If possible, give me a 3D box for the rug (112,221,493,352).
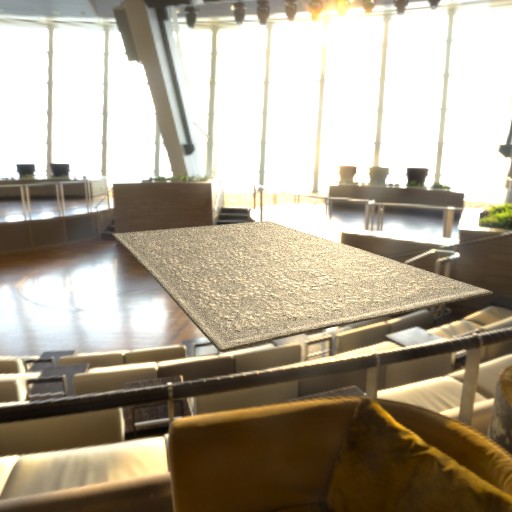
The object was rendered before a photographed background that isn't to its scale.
[{"bbox_3d":[0.000,0.000,3.066,1.535,0.022,2.498,-7,16,-26],"label":"rug"}]
